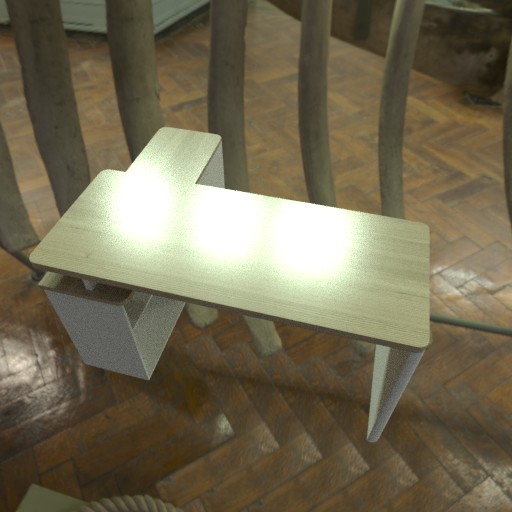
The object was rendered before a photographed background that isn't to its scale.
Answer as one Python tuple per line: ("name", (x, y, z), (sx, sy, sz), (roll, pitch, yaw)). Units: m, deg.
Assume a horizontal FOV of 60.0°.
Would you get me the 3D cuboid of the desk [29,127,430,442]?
("desk", (0.000, 0.000, 2.130), (1.400, 0.770, 1.175), (11, 48, 10))
